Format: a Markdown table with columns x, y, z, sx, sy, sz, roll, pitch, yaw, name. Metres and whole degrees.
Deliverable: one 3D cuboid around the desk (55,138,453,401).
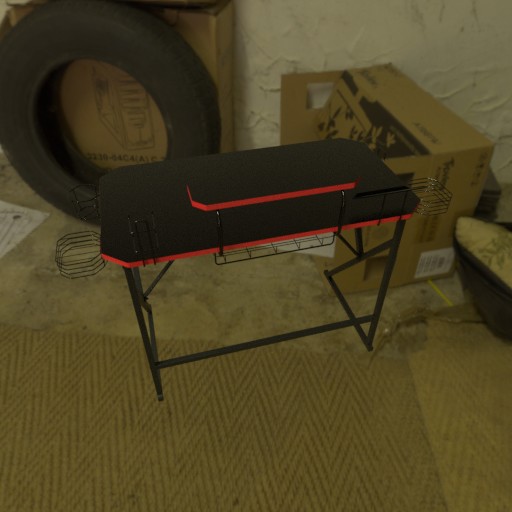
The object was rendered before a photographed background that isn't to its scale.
| x | y | z | sx | sy | sz | roll | pitch | yaw | name |
| --- | --- | --- | --- | --- | --- | --- | --- | --- | --- |
| 0.000 | 0.000 | 1.706 | 1.280 | 0.913 | 0.588 | -10 | 42 | -12 | desk |
